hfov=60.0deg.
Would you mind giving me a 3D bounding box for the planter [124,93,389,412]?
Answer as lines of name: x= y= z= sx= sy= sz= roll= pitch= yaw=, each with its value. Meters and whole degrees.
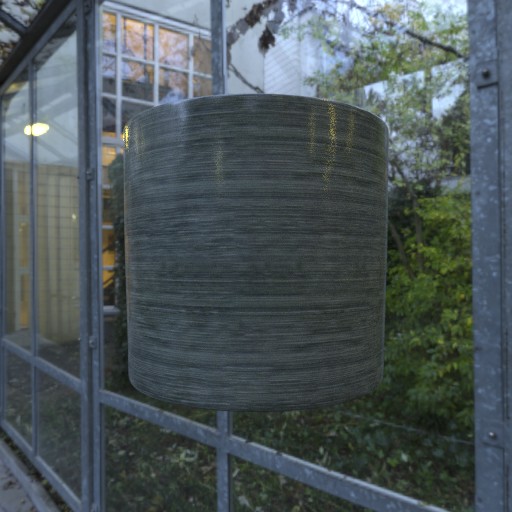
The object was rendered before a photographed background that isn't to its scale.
planter: x=0.000 y=0.000 z=0.386 sx=0.221 sy=0.201 sz=0.221 roll=0 pitch=-1 yaw=0
